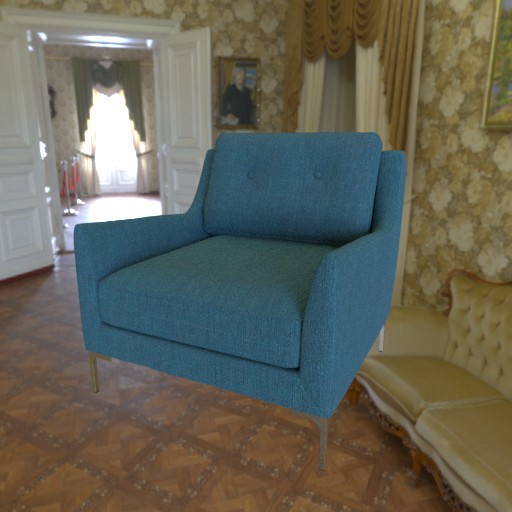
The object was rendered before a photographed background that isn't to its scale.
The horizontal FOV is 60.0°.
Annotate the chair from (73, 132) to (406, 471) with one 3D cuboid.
[{"bbox_3d":[0.000,0.000,1.525,0.847,0.828,0.849,7,17,26],"label":"chair"}]
